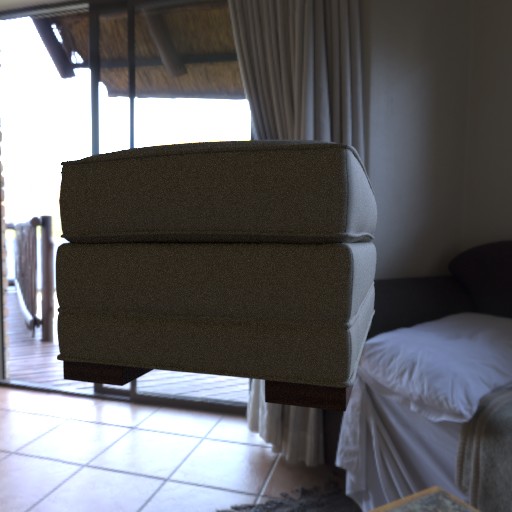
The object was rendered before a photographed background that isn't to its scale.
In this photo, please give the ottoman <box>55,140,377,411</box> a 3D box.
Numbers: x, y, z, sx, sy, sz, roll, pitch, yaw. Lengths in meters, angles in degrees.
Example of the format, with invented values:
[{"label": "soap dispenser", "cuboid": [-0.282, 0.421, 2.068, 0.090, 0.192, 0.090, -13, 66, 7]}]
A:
[{"label": "ottoman", "cuboid": [0.000, 0.000, 1.185, 0.611, 0.482, 0.848, 1, 2, 17]}]
